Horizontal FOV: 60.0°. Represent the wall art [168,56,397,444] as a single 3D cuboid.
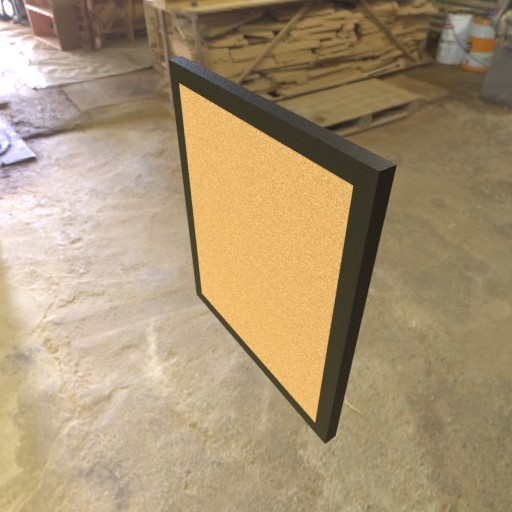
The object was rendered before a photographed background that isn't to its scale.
[{"bbox_3d":[0.000,0.000,0.715,0.025,0.508,0.432,-24,46,-26],"label":"wall art"}]
